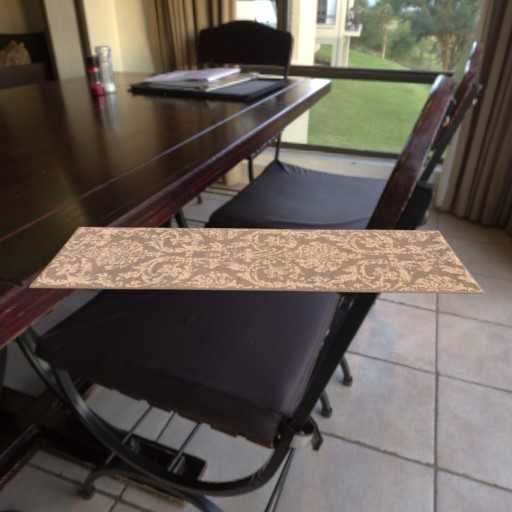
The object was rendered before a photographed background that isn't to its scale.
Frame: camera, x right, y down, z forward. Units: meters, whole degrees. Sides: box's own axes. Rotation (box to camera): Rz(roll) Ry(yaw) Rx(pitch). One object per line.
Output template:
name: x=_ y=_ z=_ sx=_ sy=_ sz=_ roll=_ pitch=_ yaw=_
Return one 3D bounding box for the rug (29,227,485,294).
rug: x=0.000 y=0.000 z=2.416 sx=2.196 sy=0.011 sz=0.662 roll=1 pitch=30 yaw=1
